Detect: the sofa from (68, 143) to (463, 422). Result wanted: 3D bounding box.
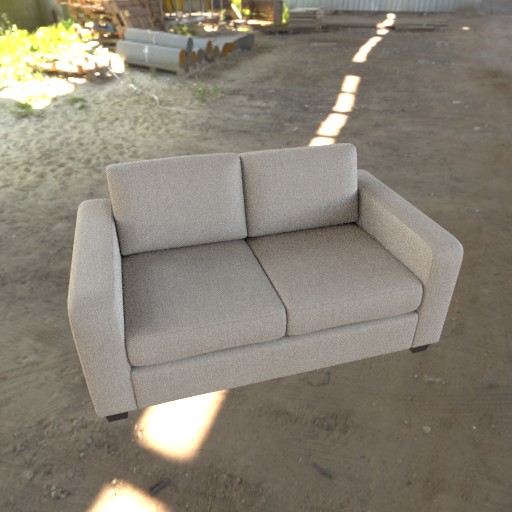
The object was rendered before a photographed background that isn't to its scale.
[{"bbox_3d":[0.000,0.000,2.053,1.540,0.800,0.900,-9,33,-14],"label":"sofa"}]
